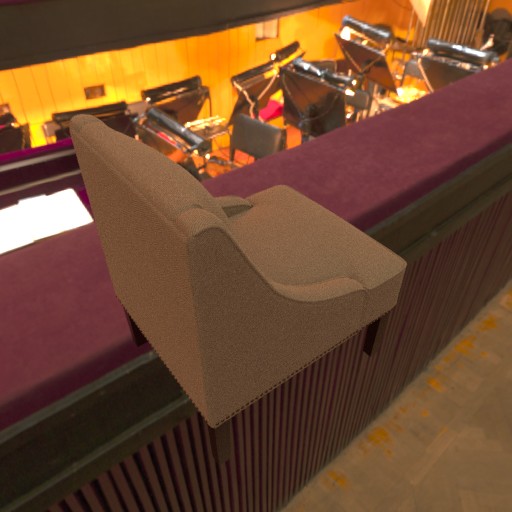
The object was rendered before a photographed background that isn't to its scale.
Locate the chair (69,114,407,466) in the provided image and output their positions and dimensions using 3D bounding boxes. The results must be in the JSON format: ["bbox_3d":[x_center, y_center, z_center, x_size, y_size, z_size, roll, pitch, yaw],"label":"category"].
[{"bbox_3d":[0.000,0.000,1.374,0.748,0.872,0.628,-26,46,-28],"label":"chair"}]
